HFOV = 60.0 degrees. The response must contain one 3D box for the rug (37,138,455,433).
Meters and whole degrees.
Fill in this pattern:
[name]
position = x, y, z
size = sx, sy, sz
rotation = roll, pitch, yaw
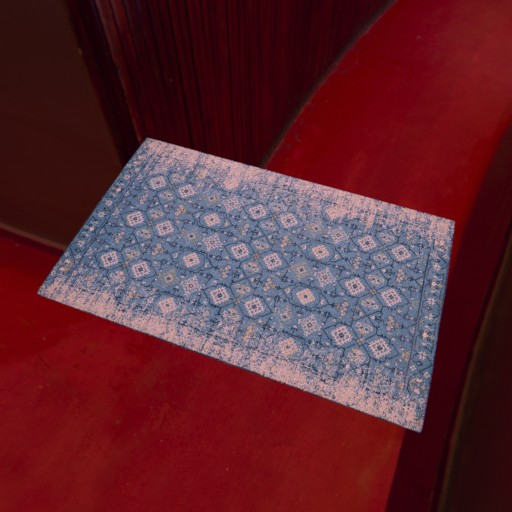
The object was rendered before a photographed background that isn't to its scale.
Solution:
[rug]
position = 0.000, 0.000, 2.174
size = 1.795, 0.008, 1.102
rotation = 17, 60, 11
